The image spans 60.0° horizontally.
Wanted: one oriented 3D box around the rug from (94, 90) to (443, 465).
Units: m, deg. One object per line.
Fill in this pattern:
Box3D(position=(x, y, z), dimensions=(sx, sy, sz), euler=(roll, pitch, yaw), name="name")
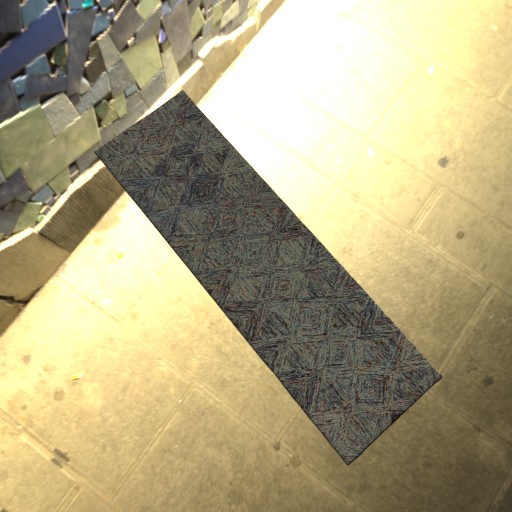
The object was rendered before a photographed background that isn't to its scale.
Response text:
Box3D(position=(0.000, 0.000, 2.529), dimensions=(0.688, 0.015, 2.292), euler=(-38, 78, -10), name="rug")
